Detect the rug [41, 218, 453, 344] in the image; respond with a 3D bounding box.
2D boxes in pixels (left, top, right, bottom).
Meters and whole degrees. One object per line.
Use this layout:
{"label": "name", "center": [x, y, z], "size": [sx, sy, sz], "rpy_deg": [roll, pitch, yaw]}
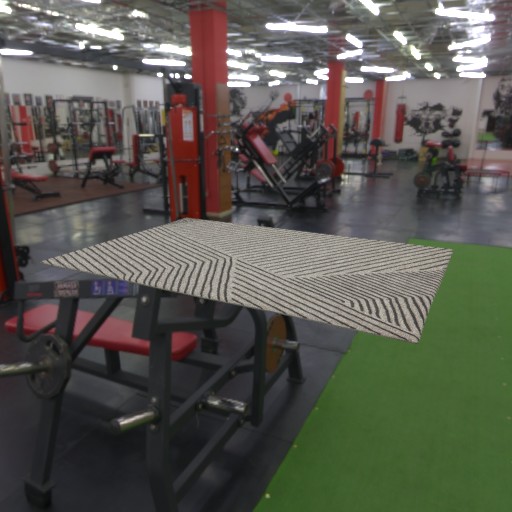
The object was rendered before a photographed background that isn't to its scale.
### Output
{"label": "rug", "center": [0.000, 0.000, 2.363], "size": [1.842, 0.019, 1.237], "rpy_deg": [9, 19, 27]}
